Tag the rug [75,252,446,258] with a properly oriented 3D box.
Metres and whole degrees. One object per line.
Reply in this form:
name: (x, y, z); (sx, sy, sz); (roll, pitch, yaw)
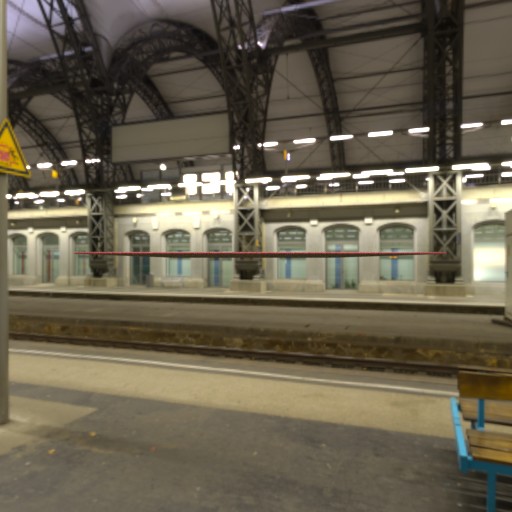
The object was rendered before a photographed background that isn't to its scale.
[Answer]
rug: (0.000, 0.000, 3.034); (1.534, 0.010, 2.423); (0, -1, -1)
